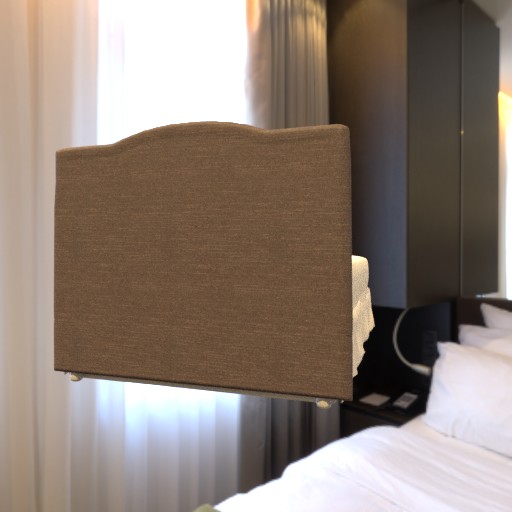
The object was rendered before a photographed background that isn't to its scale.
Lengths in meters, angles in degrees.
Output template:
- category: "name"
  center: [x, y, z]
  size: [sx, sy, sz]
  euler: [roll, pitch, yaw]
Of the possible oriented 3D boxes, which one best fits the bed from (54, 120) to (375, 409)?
- category: "bed"
  center: [0.000, 0.000, 3.509]
  size: [1.741, 1.441, 2.507]
  euler: [0, 1, 18]
